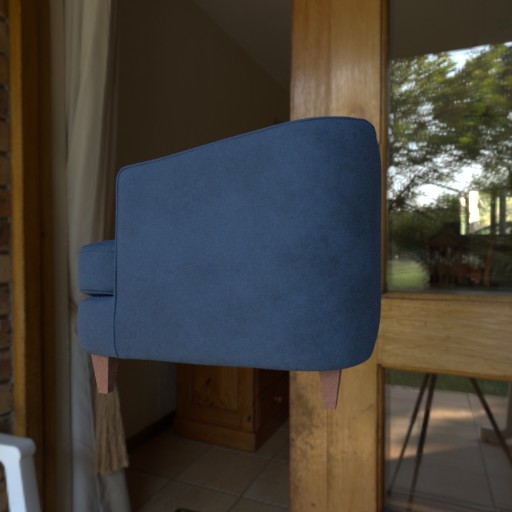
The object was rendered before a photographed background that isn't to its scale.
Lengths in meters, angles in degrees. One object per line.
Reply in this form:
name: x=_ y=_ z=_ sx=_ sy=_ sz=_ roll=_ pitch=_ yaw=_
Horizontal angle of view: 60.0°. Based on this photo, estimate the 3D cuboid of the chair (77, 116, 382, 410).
chair: x=0.000 y=0.000 z=1.751 sx=0.940 sy=0.852 sz=1.094 roll=1 pitch=2 yaw=18
